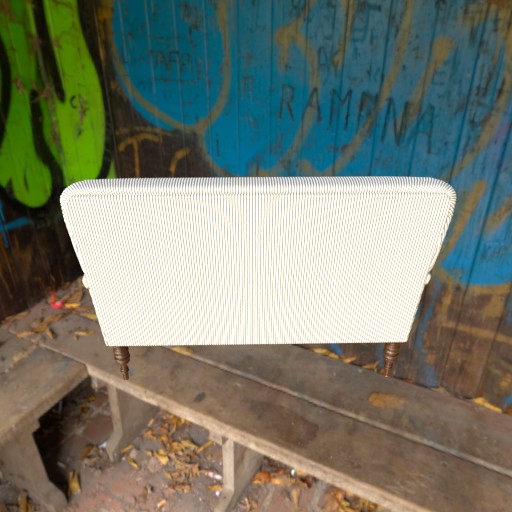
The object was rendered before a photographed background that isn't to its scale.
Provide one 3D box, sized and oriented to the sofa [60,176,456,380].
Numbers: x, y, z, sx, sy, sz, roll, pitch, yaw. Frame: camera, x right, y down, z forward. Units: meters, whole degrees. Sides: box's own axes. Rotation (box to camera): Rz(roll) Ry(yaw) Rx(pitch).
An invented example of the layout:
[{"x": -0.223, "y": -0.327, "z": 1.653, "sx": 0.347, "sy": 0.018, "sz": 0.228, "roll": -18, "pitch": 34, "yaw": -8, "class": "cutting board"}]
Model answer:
[{"x": 0.000, "y": 0.000, "z": 1.834, "sx": 1.297, "sy": 0.889, "sz": 0.779, "roll": -1, "pitch": 29, "yaw": -1, "class": "sofa"}]
